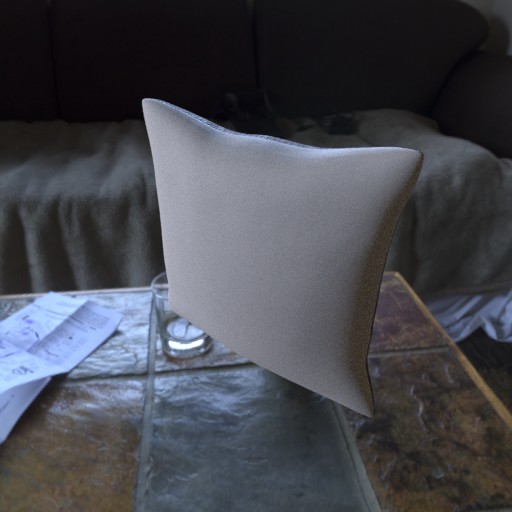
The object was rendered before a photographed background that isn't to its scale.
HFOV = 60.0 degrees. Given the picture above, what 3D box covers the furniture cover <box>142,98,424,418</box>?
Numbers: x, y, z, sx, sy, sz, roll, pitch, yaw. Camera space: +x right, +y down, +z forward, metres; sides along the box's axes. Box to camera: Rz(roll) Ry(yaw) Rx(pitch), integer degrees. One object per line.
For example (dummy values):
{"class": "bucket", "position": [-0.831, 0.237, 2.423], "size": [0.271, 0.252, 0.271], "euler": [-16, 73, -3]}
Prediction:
{"class": "furniture cover", "position": [0.000, 0.000, 0.839], "size": [0.552, 0.509, 0.193], "euler": [22, 37, 32]}
